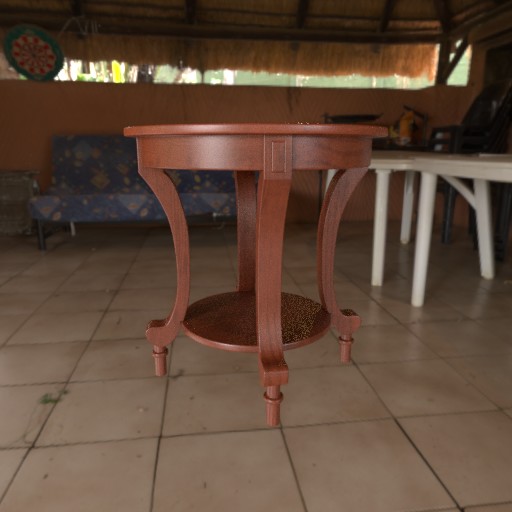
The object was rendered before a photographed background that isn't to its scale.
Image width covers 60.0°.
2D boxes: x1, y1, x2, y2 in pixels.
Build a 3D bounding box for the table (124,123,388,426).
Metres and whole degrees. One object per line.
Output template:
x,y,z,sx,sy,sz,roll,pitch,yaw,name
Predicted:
0.000,0.000,1.113,0.597,0.612,0.597,0,14,0,table
